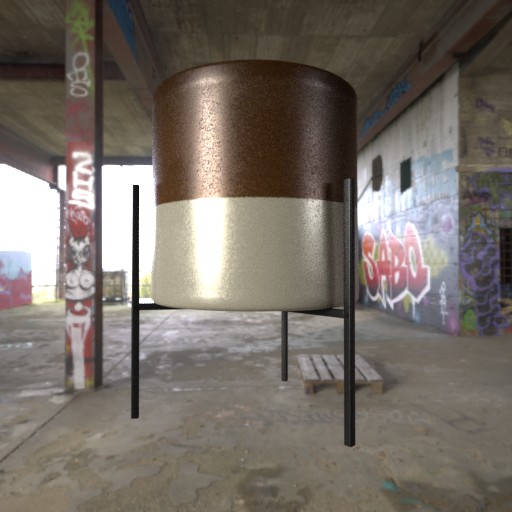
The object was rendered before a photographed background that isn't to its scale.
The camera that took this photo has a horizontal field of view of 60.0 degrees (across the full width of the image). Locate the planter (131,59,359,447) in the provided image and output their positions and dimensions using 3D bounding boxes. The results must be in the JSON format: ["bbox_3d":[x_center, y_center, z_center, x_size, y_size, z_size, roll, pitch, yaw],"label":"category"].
[{"bbox_3d":[0.000,0.000,0.553,0.255,0.375,0.269,0,-1,17],"label":"planter"}]
